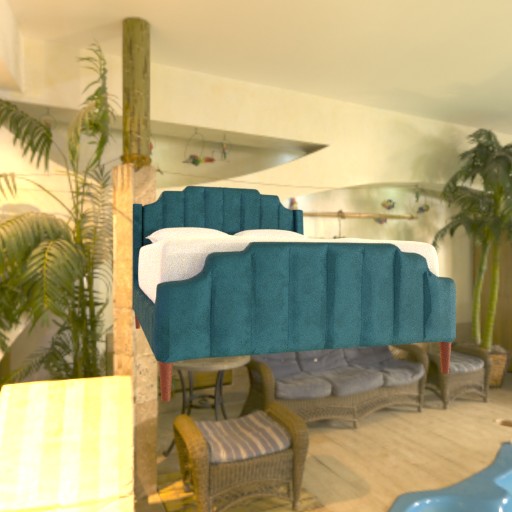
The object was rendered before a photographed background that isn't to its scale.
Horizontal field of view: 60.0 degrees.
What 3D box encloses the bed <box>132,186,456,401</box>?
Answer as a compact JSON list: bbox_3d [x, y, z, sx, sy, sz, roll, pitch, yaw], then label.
[{"bbox_3d":[0.000,0.000,3.304,1.678,1.338,2.322,0,0,-18],"label":"bed"}]
